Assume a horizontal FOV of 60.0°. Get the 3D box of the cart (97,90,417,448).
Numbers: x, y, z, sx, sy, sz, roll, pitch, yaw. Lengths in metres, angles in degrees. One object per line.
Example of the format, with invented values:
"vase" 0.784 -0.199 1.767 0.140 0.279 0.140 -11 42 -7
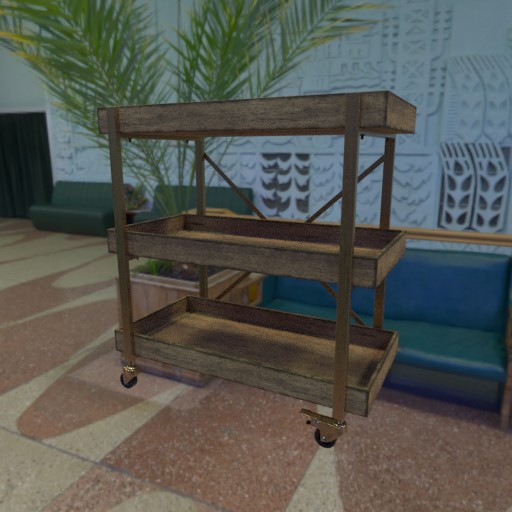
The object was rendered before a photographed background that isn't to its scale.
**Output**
"cart" 0.000 0.000 1.250 0.750 0.799 0.416 7 15 26
